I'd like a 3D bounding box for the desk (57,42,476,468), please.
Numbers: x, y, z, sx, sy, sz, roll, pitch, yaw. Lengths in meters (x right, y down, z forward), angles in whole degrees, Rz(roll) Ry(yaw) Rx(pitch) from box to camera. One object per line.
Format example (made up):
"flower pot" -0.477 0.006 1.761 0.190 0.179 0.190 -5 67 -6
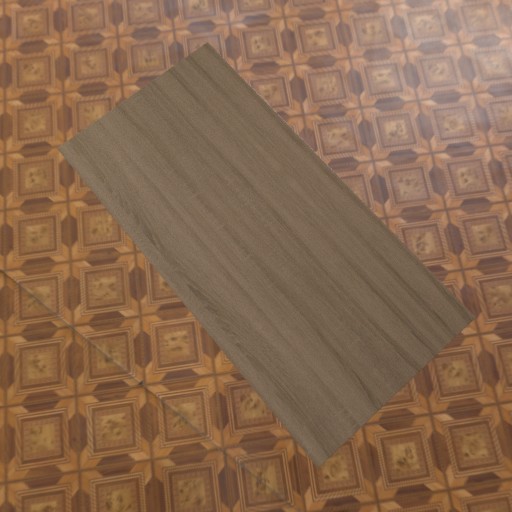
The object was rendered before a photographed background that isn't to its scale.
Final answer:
"desk" 0.000 0.000 1.866 0.690 0.745 1.380 -40 79 -9
